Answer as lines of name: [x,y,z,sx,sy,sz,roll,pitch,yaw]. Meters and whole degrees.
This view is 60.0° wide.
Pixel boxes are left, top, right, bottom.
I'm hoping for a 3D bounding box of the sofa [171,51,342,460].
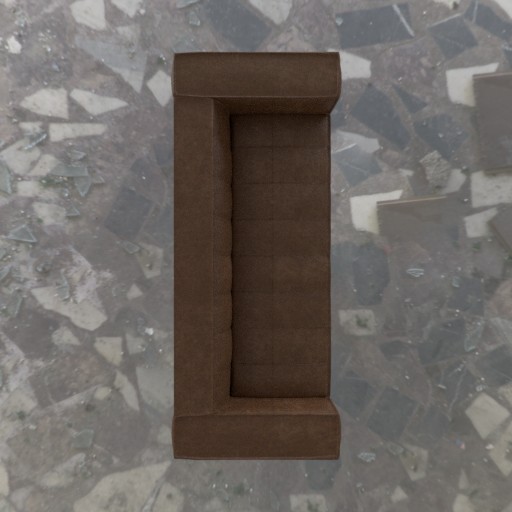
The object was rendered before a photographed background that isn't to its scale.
sofa: [0.000,0.000,3.088,1.102,0.701,2.581,0,90,-1]
